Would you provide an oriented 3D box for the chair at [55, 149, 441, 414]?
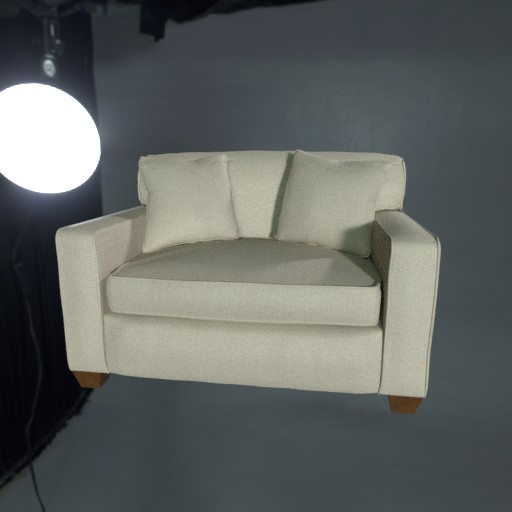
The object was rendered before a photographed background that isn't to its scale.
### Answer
[{"bbox_3d":[0.000,0.000,2.014,1.383,0.948,1.000,2,13,8],"label":"chair"}]
